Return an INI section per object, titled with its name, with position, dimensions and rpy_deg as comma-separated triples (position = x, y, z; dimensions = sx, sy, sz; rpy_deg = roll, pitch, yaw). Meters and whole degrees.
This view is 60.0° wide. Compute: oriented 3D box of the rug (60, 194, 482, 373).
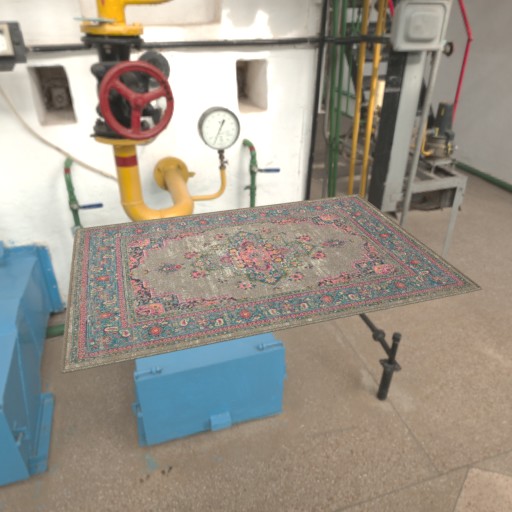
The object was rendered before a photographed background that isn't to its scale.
[rug]
position = 0.000, 0.000, 2.205
dimensions = 1.748, 0.014, 1.144
rpy_deg = -9, 31, -15
